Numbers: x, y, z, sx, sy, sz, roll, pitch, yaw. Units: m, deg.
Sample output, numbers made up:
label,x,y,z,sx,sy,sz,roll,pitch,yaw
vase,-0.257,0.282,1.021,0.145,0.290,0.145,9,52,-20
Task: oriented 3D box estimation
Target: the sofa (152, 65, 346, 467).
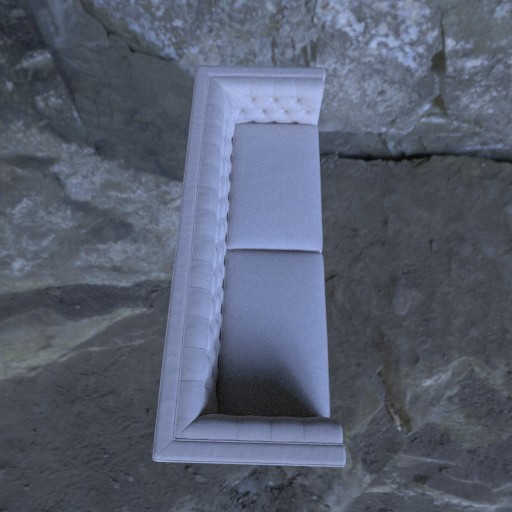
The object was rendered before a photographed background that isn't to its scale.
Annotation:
label,x,y,z,sx,sy,sz,roll,pitch,yaw
sofa,0.000,0.000,2.535,0.775,0.762,2.159,1,65,1
